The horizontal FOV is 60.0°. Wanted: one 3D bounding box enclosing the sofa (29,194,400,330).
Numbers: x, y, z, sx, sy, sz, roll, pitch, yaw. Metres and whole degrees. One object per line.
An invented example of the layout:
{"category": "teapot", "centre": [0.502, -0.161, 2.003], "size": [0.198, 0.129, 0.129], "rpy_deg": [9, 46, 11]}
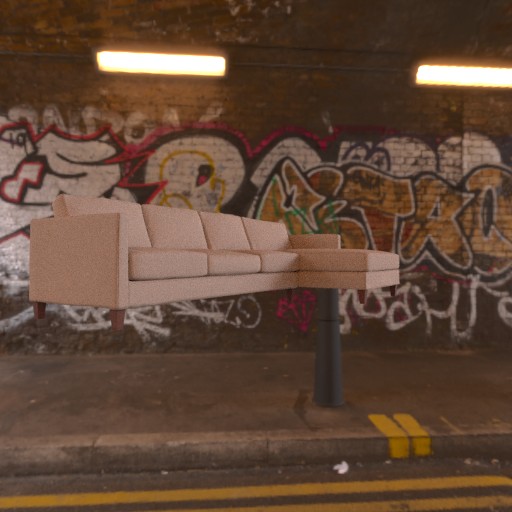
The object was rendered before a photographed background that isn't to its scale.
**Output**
{"category": "sofa", "centre": [0.000, 0.000, 3.899], "size": [1.625, 0.861, 3.186], "rpy_deg": [0, 0, 34]}
